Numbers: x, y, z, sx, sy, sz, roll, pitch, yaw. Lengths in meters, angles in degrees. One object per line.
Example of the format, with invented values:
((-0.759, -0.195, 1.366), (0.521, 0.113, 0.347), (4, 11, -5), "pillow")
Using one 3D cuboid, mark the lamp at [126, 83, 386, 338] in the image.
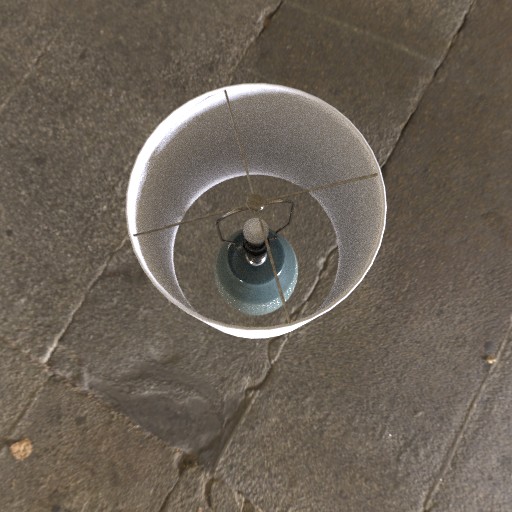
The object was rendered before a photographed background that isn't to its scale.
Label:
((0.000, 0.000, 0.590), (0.217, 0.453, 0.217), (-14, 78, -3), "lamp")
